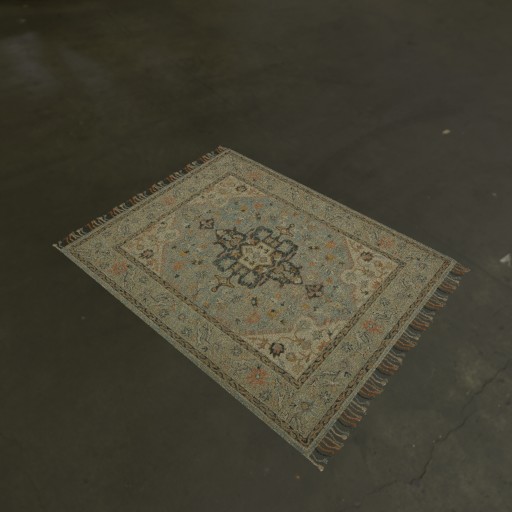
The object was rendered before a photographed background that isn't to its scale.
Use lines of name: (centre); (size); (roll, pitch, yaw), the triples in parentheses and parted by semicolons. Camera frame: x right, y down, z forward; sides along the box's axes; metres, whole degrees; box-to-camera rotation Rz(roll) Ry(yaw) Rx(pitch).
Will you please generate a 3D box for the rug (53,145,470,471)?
rug: (0.000, 0.000, 4.217); (3.221, 0.011, 2.379); (32, 54, 27)
